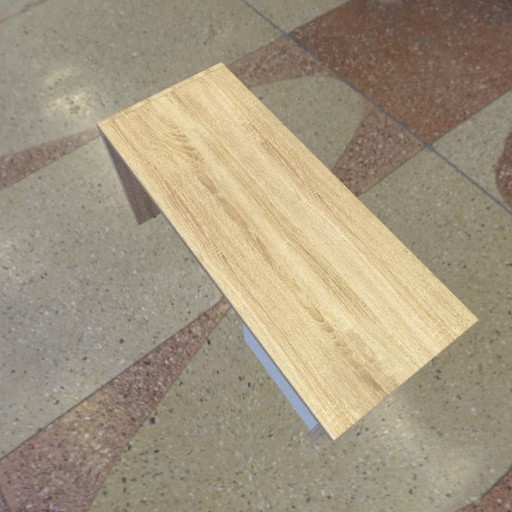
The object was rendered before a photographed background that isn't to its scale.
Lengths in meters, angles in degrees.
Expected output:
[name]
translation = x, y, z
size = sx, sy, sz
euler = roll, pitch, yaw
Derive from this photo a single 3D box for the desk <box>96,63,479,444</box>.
[desk]
translation = 0.000, 0.000, 1.664
size = 0.500, 0.750, 1.300
euler = -33, 67, -16
